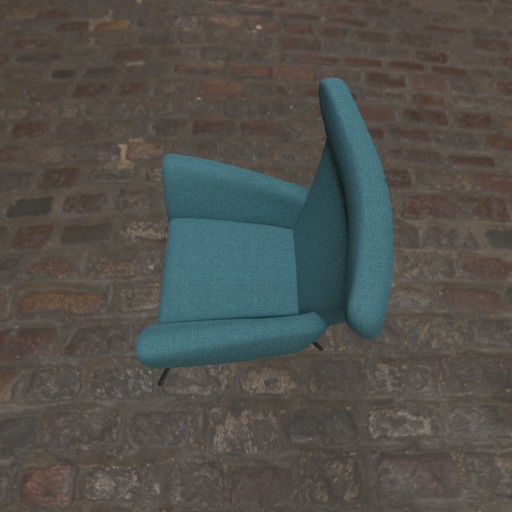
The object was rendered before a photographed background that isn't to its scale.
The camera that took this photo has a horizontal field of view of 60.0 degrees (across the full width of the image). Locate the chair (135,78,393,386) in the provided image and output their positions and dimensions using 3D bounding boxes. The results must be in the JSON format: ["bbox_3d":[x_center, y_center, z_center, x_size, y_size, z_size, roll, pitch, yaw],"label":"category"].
[{"bbox_3d":[0.000,0.000,1.803,0.900,0.980,1.050,0,57,0],"label":"chair"}]
